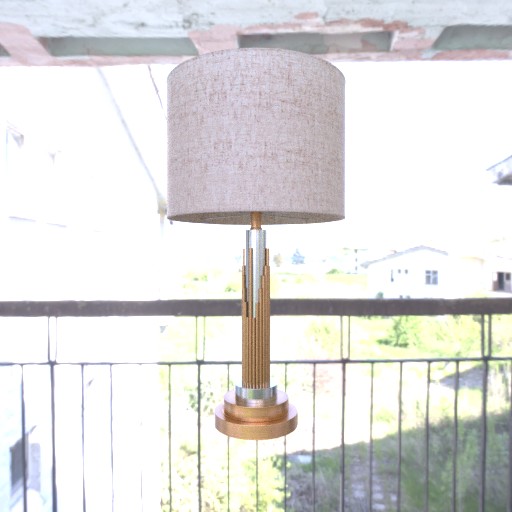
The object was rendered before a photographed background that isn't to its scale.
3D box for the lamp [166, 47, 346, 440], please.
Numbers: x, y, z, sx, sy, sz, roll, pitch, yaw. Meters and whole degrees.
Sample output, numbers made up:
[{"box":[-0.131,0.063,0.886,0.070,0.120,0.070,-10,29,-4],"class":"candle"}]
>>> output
[{"box":[0.000,0.000,0.809,0.321,0.610,0.321,0,0,0],"class":"lamp"}]
